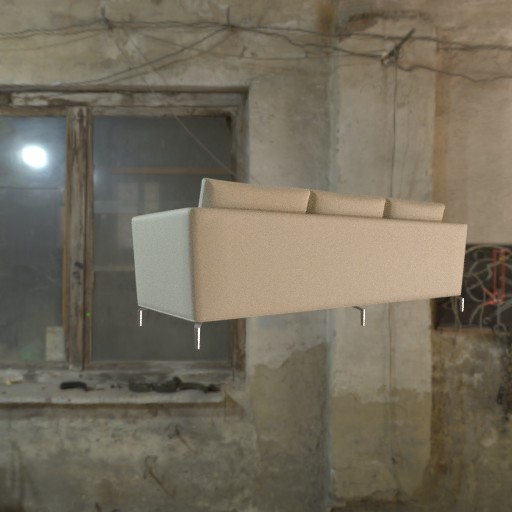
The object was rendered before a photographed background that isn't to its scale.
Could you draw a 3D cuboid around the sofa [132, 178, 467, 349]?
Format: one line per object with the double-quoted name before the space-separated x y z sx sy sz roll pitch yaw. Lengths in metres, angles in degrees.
"sofa" 0.000 0.000 3.812 2.448 0.867 2.430 -1 1 -35
